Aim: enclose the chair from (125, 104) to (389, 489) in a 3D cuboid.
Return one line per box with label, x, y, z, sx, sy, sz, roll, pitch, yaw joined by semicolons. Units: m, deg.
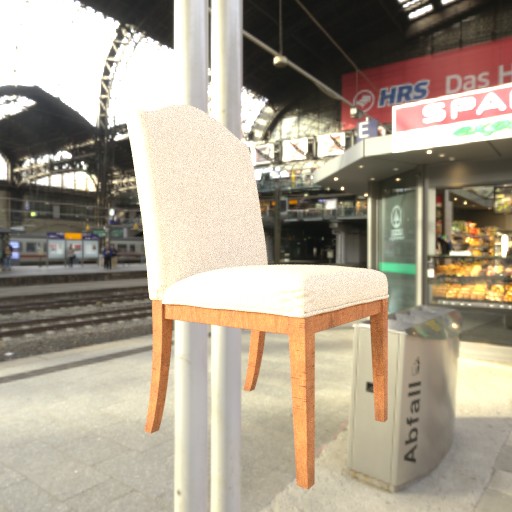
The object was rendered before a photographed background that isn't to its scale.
chair;0.000;0.000;1.353;0.648;1.012;0.534;0;1;36
